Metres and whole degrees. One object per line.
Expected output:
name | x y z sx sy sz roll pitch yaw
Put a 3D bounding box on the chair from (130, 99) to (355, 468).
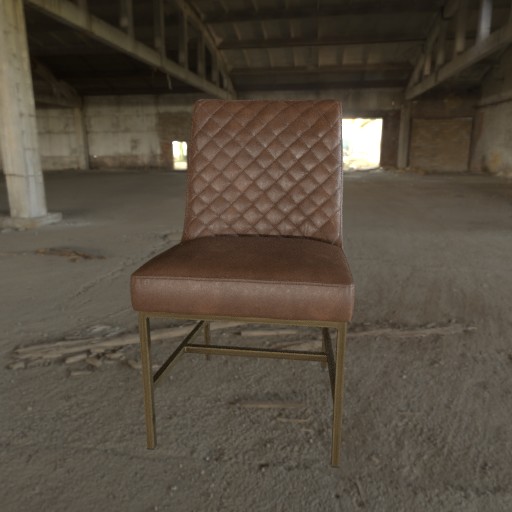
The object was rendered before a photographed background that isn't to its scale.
chair | 0.000 0.000 1.241 0.508 0.889 0.587 2 14 8
